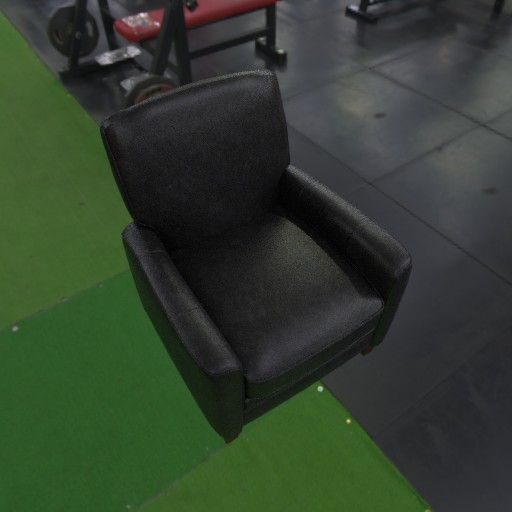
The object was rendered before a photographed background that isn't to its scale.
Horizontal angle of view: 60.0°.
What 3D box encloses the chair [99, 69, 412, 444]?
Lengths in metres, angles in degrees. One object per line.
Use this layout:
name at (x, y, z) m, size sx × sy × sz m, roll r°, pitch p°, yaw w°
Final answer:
chair at (0.000, 0.000, 1.659) m, size 0.848 × 1.014 × 0.864 m, roll -26°, pitch 53°, yaw -21°
